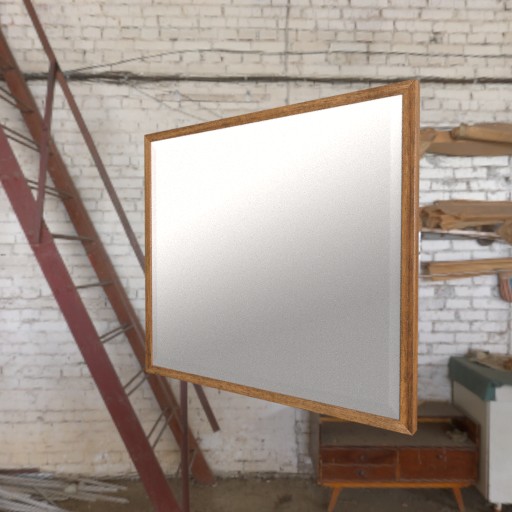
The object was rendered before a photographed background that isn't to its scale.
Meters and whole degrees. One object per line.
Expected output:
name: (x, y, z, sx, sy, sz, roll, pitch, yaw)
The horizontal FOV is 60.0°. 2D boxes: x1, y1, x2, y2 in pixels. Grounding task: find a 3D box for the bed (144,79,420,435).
bed: (0.000, 0.000, 1.479, 1.041, 0.940, 0.043, 1, 2, 35)
